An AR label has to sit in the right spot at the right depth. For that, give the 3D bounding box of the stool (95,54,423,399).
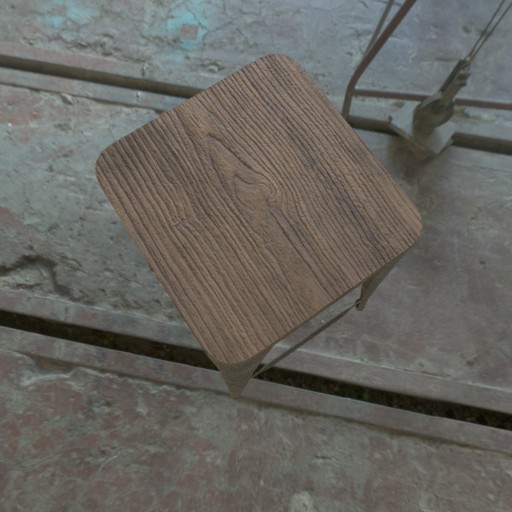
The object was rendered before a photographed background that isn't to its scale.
[{"bbox_3d":[0.000,0.000,0.847,0.407,0.607,0.407,-33,78,-8],"label":"stool"}]
